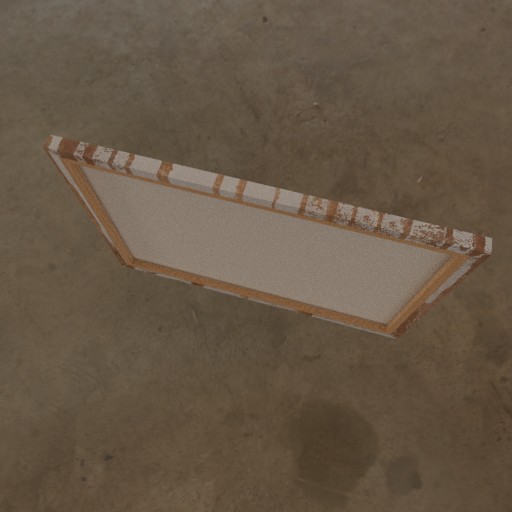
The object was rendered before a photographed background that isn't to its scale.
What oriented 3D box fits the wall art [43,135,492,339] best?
[{"bbox_3d":[0.000,0.000,1.154,0.914,0.609,0.035,14,66,7],"label":"wall art"}]
